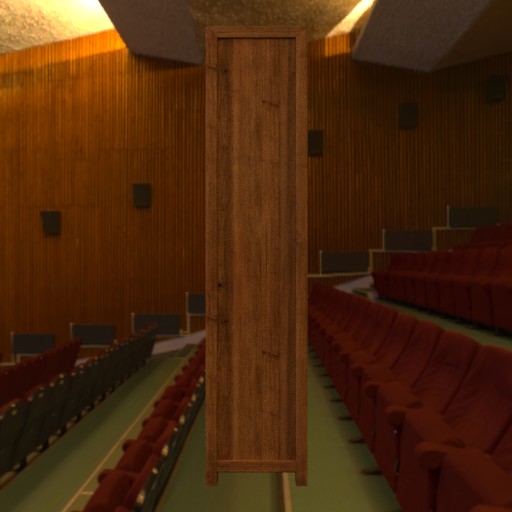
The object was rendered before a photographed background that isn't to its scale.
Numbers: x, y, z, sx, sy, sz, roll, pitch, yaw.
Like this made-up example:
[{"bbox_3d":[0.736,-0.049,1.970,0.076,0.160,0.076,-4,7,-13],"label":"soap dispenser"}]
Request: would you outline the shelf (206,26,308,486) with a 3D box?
[{"bbox_3d":[0.000,0.000,2.079,0.428,1.900,0.500,0,0,0],"label":"shelf"}]
